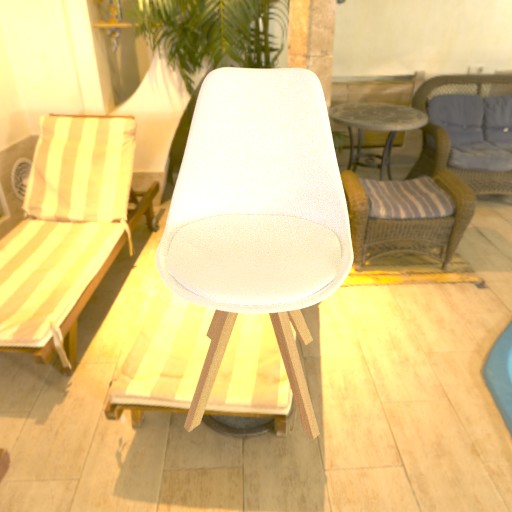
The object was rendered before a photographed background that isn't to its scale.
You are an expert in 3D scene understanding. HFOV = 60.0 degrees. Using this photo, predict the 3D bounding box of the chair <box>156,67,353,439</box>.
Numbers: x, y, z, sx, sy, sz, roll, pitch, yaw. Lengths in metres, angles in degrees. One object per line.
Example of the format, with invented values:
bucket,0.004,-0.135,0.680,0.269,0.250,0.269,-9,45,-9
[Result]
chair,0.000,0.000,1.160,0.485,0.849,0.550,2,31,3
